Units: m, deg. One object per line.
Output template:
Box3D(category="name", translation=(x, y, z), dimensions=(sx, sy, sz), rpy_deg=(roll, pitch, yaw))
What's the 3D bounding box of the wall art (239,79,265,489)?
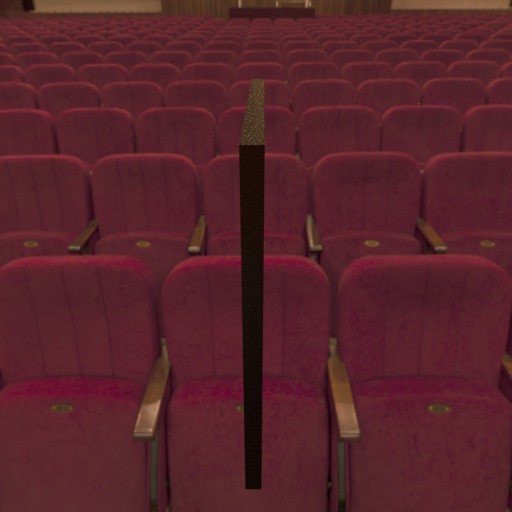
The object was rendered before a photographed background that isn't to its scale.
Box3D(category="wall art", translation=(0.000, 0.000, 1.126), dimensions=(0.036, 0.755, 0.756), rpy_deg=(0, 28, 1))
